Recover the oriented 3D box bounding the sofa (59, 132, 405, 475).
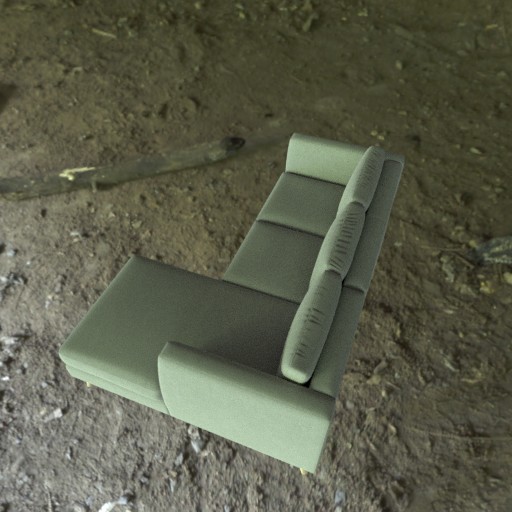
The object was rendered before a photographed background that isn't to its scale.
[{"bbox_3d":[0.000,0.000,3.070,1.580,0.860,2.300,16,50,14],"label":"sofa"}]
